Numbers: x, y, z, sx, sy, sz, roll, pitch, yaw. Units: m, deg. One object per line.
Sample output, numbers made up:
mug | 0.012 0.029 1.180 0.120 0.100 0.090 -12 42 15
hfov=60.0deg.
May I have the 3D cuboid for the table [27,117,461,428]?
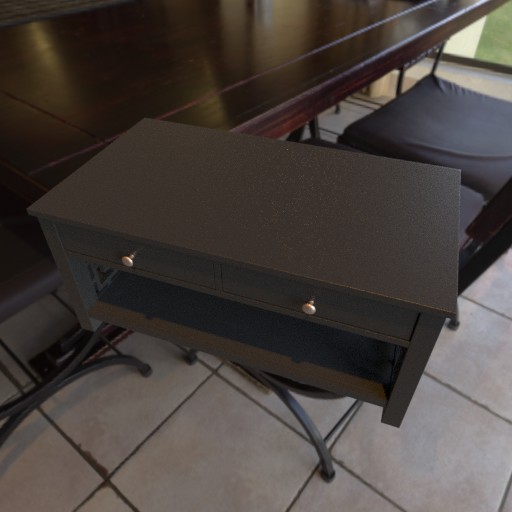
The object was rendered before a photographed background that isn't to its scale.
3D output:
table | 0.000 0.000 1.393 1.068 0.493 0.612 13 43 15
